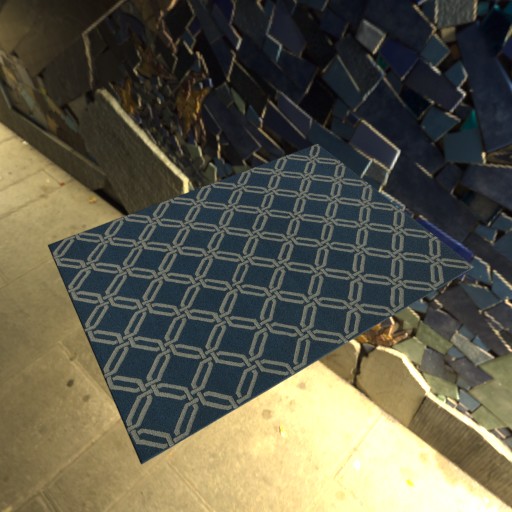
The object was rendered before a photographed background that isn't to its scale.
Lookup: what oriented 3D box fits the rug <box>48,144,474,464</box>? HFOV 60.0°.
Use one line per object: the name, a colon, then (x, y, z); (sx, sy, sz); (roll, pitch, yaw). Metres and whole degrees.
rug: (0.000, 0.000, 4.285); (3.342, 0.018, 2.432); (-25, 52, -21)
